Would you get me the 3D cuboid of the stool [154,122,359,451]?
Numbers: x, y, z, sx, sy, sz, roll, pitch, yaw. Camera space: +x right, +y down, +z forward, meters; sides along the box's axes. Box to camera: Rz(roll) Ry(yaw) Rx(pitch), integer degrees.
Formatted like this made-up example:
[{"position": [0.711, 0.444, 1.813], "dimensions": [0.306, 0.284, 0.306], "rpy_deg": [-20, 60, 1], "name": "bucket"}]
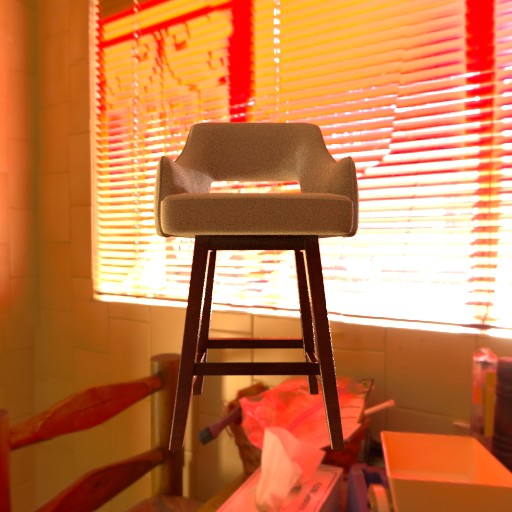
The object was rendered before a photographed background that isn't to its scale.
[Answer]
[{"position": [0.000, 0.000, 1.317], "dimensions": [0.550, 0.936, 0.560], "rpy_deg": [0, 1, -1], "name": "stool"}]
